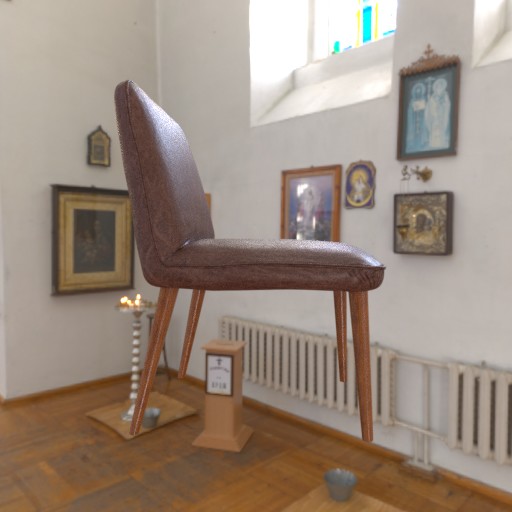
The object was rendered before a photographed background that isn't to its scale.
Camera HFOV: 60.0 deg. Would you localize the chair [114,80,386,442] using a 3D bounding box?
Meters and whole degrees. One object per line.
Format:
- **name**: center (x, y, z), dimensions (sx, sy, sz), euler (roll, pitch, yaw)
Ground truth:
- **chair**: center (0.000, 0.000, 1.199), dimensions (0.645, 0.803, 0.543), euler (0, 1, 0)
